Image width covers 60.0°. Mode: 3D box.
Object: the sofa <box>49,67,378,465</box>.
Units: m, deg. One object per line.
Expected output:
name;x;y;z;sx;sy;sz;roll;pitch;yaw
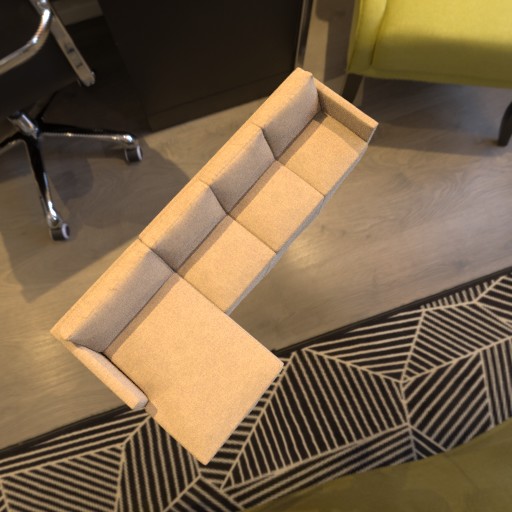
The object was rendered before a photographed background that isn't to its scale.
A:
sofa;0.000;0.000;3.923;1.638;0.920;3.198;39;79;9
